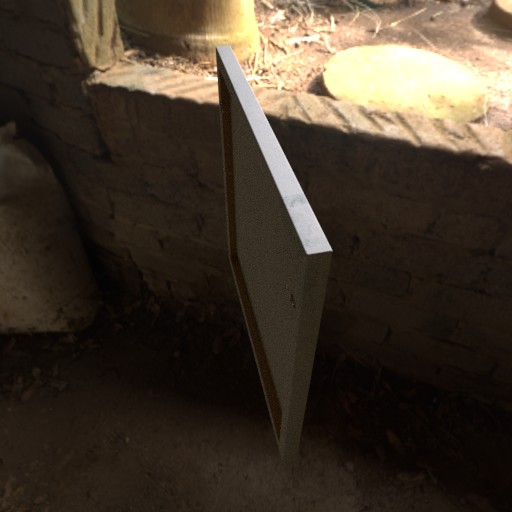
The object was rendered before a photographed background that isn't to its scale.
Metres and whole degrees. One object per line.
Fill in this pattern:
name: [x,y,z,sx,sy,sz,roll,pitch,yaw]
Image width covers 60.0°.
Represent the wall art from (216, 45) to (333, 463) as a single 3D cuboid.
wall art: [0.000,0.000,1.131,0.041,0.762,0.762,-9,46,-9]
